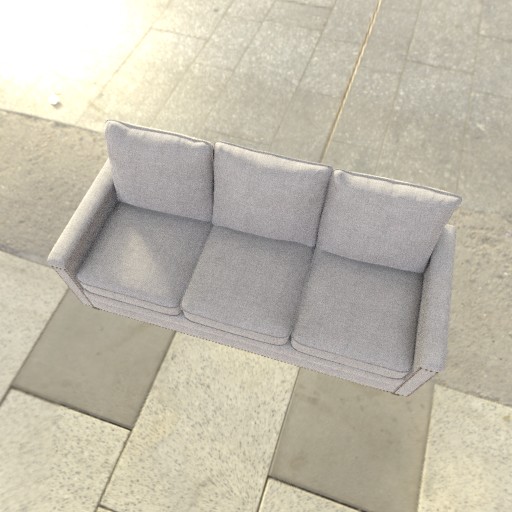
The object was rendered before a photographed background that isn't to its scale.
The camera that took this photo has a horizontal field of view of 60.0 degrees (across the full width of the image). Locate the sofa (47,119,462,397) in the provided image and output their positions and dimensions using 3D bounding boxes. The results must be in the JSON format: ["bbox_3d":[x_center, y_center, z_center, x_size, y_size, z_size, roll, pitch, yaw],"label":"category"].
[{"bbox_3d":[0.000,0.000,2.342,1.925,0.959,0.828,14,61,8],"label":"sofa"}]
